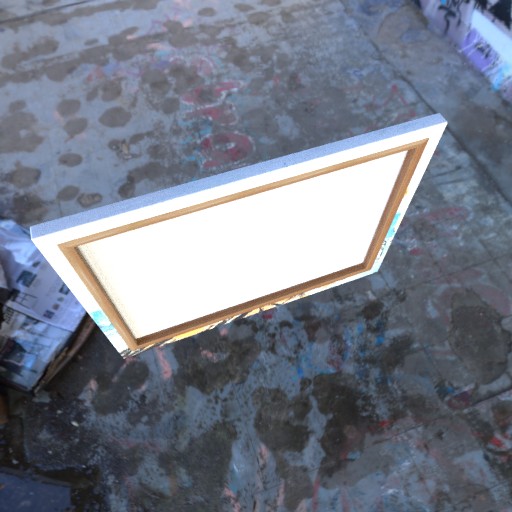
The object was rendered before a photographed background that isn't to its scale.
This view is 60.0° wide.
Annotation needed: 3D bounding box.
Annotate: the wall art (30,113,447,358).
[{"bbox_3d":[0.000,0.000,1.350,1.016,0.762,0.038,-18,60,-11],"label":"wall art"}]
